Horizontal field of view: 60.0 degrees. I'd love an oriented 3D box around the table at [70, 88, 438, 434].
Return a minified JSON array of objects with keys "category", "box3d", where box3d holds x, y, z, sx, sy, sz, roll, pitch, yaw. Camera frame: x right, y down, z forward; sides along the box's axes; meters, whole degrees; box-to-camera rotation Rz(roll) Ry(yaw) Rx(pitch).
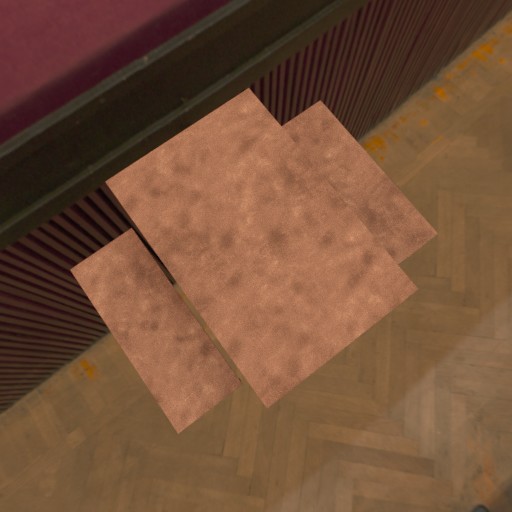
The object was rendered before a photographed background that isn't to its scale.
[{"category":"table","box3d":[0.000,0.000,2.096,1.443,0.700,1.100,-36,79,-8]}]
